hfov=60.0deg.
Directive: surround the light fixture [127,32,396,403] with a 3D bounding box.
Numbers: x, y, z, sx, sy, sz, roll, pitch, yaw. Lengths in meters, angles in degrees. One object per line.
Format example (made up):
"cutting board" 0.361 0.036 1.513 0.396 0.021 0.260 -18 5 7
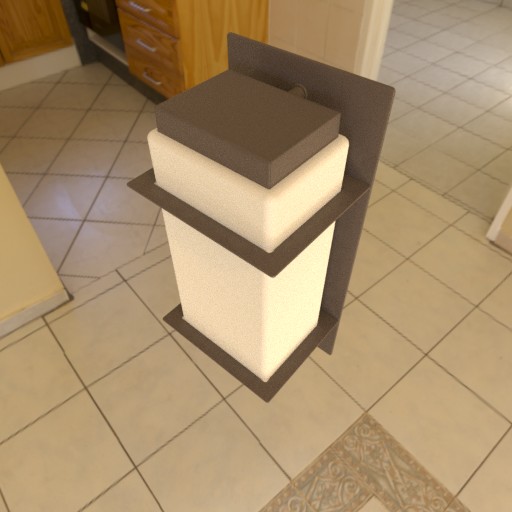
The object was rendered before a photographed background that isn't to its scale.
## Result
"light fixture" 0.000 0.000 0.430 0.153 0.347 0.146 32 55 26
